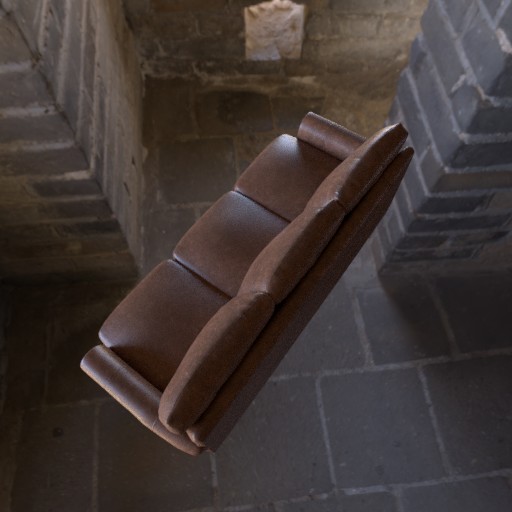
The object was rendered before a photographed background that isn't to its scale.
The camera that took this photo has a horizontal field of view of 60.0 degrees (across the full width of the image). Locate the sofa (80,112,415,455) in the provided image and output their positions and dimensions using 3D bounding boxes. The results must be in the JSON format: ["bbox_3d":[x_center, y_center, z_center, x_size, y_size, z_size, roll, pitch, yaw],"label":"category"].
[{"bbox_3d":[0.000,0.000,2.851,0.973,0.977,2.351,33,67,16],"label":"sofa"}]
